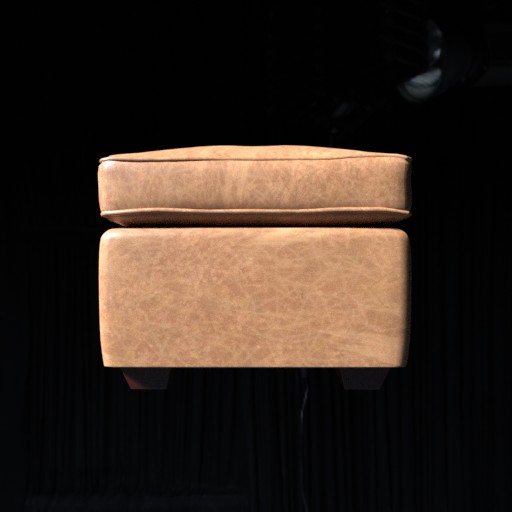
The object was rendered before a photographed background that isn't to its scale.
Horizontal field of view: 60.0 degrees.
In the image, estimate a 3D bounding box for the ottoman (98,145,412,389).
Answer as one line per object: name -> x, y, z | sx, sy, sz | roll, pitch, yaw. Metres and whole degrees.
ottoman -> 0.000, 0.000, 1.122 | 0.554, 0.468, 0.756 | 0, 2, 0
